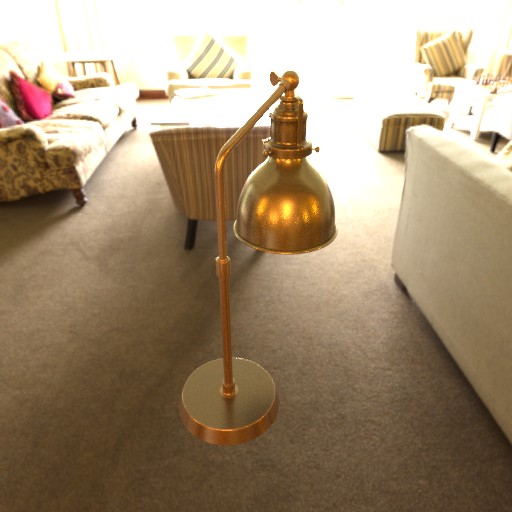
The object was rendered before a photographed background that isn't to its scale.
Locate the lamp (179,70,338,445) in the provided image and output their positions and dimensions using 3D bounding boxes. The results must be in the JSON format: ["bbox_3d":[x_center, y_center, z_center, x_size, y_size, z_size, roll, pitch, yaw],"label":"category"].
[{"bbox_3d":[0.000,0.000,0.603,0.153,0.456,0.286,22,38,31],"label":"lamp"}]
